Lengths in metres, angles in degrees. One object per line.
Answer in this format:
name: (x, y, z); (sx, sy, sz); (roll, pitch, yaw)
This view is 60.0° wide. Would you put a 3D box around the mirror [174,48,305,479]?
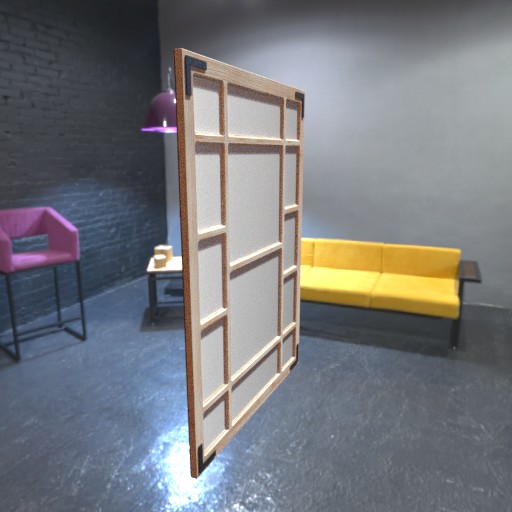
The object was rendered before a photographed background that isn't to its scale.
mirror: (0.000, 0.000, 1.303); (0.025, 0.996, 0.705); (6, 15, 26)
